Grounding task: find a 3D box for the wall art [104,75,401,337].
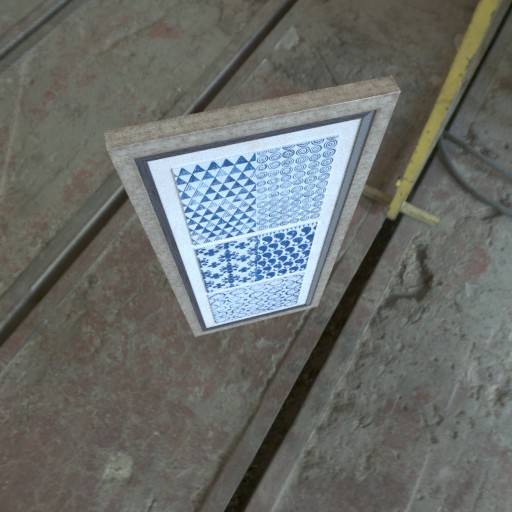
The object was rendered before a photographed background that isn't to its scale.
[{"bbox_3d":[0.000,0.000,1.614,0.648,1.461,0.051,-13,65,-6],"label":"wall art"}]
